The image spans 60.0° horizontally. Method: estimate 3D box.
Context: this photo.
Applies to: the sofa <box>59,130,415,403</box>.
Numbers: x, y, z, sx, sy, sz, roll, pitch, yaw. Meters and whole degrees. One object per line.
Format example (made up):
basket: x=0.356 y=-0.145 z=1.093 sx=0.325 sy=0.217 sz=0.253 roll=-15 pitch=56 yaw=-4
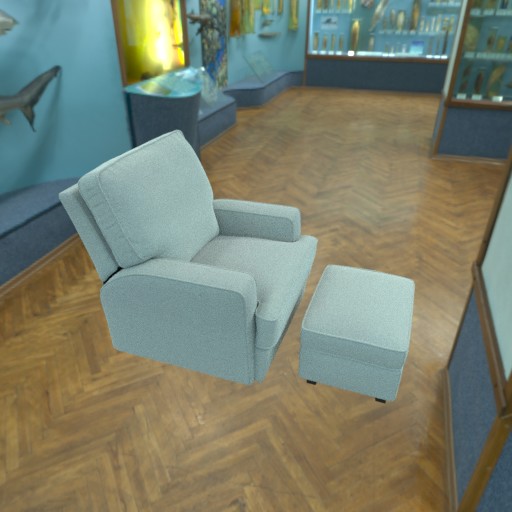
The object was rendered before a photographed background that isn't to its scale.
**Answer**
sofa: x=0.000 y=0.000 z=2.093 sx=1.472 sy=0.959 sz=0.861 roll=10 pitch=32 yaw=17
